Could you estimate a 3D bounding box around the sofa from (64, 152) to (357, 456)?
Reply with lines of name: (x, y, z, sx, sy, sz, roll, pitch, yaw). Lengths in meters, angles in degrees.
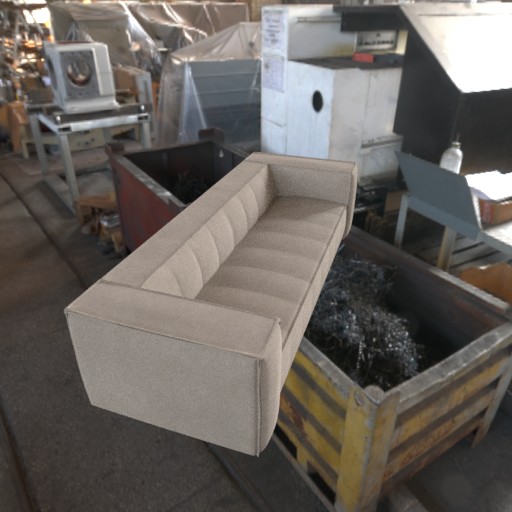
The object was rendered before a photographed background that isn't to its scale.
sofa: (0.000, 0.000, 3.153, 1.038, 0.680, 2.697, 10, 31, 17)
